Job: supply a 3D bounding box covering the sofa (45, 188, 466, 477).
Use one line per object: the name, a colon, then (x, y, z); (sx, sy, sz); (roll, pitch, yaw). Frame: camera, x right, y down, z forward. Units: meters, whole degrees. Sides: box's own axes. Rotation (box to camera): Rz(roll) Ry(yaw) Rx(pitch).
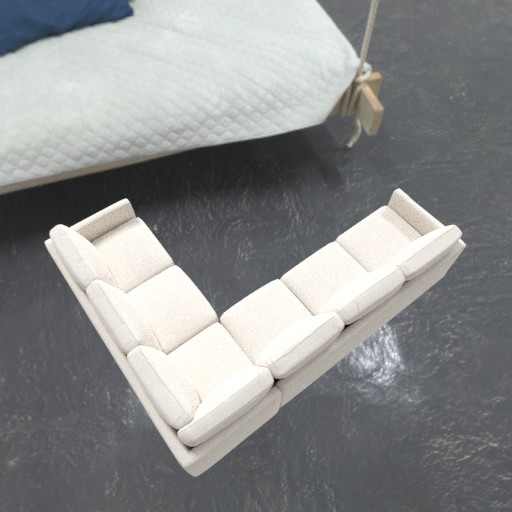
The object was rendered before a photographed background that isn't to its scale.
sofa: (0.000, 0.000, 4.514); (3.302, 0.947, 2.593); (-33, 64, -19)
